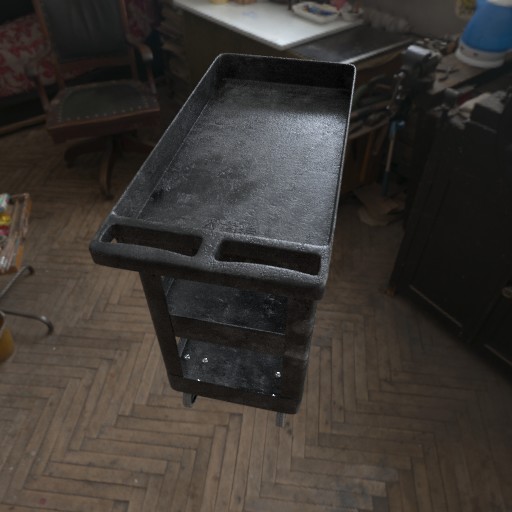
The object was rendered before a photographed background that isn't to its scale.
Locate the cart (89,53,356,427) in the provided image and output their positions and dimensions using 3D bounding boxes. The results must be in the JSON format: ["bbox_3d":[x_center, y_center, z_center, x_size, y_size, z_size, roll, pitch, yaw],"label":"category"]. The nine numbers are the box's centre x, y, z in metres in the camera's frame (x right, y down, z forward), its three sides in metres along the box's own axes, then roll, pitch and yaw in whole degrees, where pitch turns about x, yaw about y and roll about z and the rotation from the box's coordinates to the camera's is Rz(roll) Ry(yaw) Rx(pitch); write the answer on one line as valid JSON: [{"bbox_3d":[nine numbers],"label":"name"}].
[{"bbox_3d":[0.000,0.000,1.327,0.420,0.824,0.877,9,47,8],"label":"cart"}]
